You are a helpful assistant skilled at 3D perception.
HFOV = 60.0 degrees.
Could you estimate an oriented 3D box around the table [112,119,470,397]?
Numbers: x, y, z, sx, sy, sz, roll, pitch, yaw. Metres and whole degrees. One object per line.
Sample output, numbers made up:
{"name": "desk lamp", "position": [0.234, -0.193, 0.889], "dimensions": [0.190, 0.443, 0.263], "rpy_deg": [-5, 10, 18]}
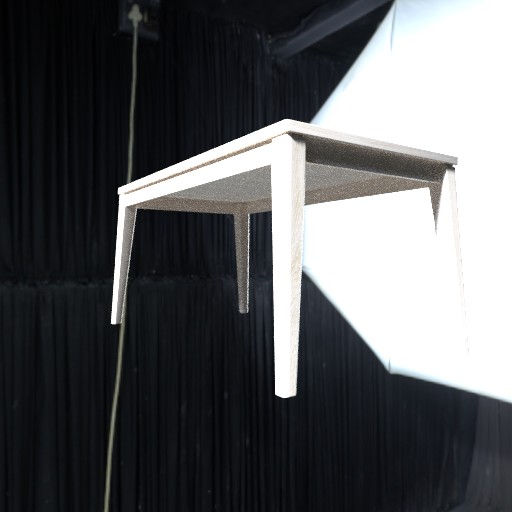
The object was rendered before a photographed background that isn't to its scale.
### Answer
{"name": "table", "position": [0.000, 0.000, 2.099], "dimensions": [0.900, 0.760, 1.600], "rpy_deg": [0, 0, -34]}
